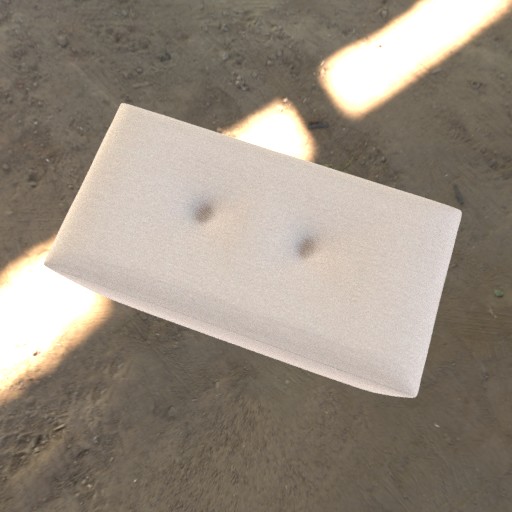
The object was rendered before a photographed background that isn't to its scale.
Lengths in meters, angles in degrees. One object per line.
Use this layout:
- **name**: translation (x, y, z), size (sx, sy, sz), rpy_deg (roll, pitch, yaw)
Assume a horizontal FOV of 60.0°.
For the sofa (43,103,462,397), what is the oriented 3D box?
- **sofa**: translation (0.000, 0.000, 1.223), size (0.930, 0.470, 0.480), rpy_deg (19, 76, 5)
